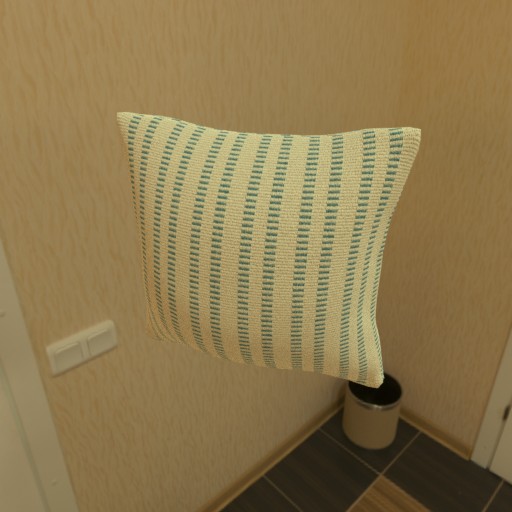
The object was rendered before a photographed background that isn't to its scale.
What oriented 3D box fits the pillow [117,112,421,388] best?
[{"bbox_3d":[0.000,0.000,0.696,0.438,0.419,0.247,8,28,16],"label":"pillow"}]
